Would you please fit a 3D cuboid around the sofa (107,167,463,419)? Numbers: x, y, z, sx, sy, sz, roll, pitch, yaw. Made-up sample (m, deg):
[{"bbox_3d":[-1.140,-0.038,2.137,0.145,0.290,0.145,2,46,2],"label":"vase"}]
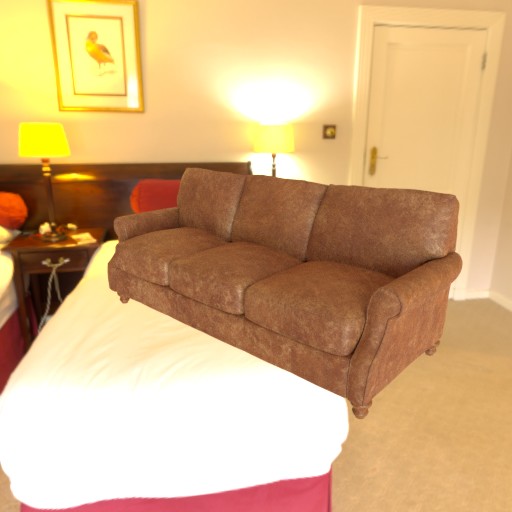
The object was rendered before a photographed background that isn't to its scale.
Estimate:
[{"bbox_3d":[0.000,0.000,2.884,2.351,0.977,0.973,15,22,41],"label":"sofa"}]
